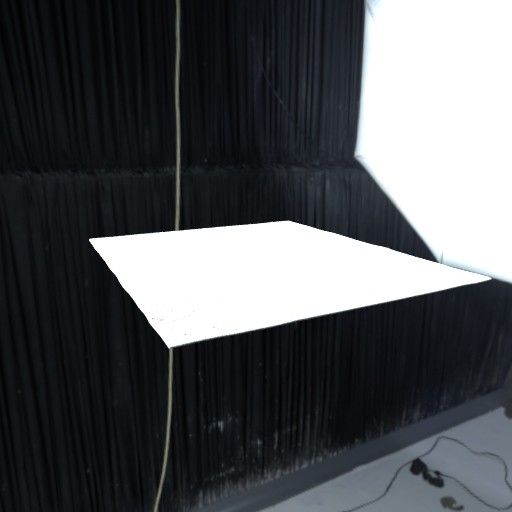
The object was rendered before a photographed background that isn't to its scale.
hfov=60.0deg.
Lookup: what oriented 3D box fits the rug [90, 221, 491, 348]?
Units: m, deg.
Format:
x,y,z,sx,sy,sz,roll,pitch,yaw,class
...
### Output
x,y,z,sx,sy,sz,roll,pitch,yaw,class
0.000,0.000,0.884,0.548,0.006,0.639,-7,16,-27,rug
